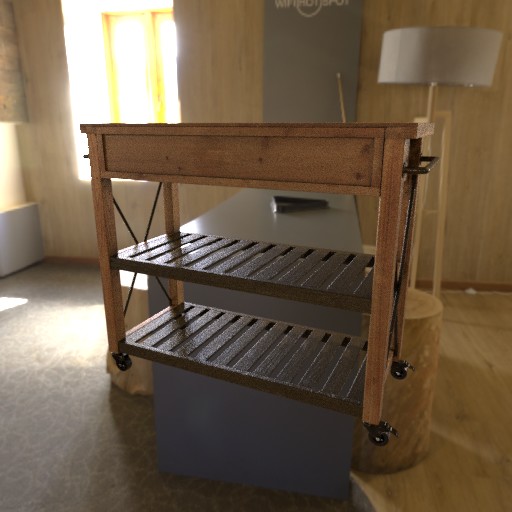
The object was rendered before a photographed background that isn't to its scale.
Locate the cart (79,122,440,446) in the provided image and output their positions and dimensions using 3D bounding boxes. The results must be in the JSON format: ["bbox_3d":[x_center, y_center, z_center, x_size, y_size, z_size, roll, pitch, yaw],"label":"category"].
[{"bbox_3d":[0.000,0.000,0.962,0.686,0.554,0.298,8,18,24],"label":"cart"}]
